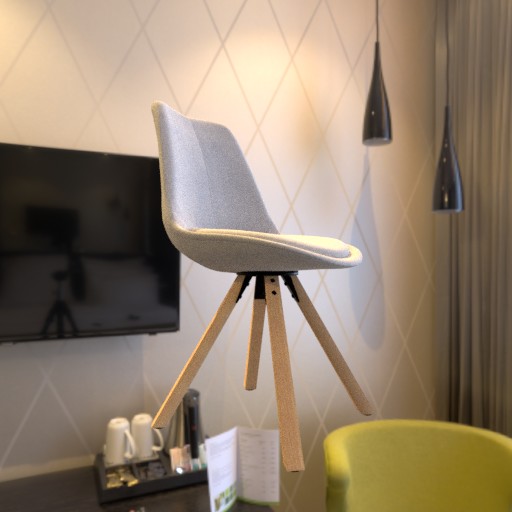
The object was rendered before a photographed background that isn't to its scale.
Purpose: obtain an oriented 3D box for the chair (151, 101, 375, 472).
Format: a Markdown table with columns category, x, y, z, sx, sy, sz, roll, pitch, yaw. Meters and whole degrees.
| category | x | y | z | sx | sy | sz | roll | pitch | yaw |
| --- | --- | --- | --- | --- | --- | --- | --- | --- | --- |
| chair | 0.000 | 0.000 | 1.186 | 0.549 | 0.863 | 0.474 | 0 | 0 | 36 |
